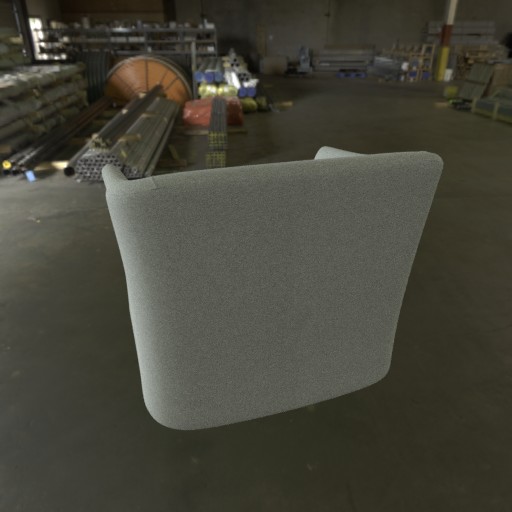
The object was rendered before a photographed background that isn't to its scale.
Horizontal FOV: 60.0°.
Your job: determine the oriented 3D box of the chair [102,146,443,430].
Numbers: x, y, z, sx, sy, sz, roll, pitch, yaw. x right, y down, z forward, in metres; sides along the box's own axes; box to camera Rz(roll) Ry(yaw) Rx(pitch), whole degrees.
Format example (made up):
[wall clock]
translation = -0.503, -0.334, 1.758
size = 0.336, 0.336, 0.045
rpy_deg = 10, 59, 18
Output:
[chair]
translation = 0.000, 0.000, 1.299
size = 0.790, 0.720, 0.700
rpy_deg = -9, 28, -16
